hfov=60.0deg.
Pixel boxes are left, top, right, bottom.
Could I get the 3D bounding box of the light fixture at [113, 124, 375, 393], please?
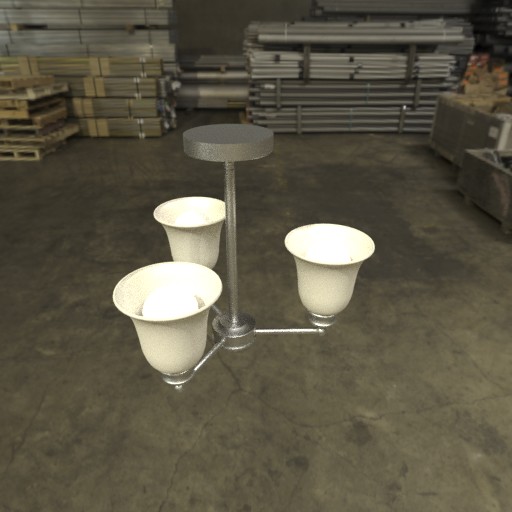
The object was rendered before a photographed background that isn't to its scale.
[{"bbox_3d":[0.000,0.000,0.676,0.354,0.370,0.388,0,28,0],"label":"light fixture"}]
